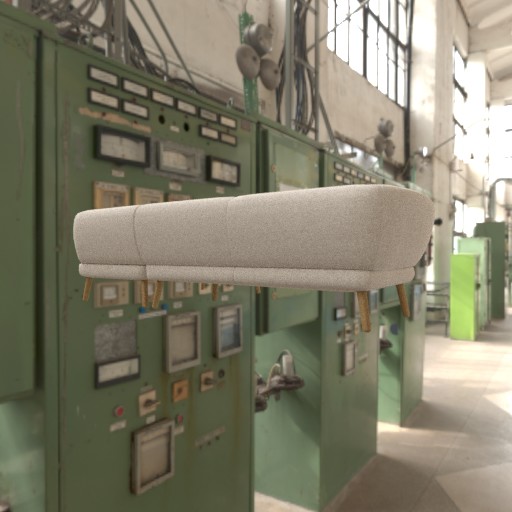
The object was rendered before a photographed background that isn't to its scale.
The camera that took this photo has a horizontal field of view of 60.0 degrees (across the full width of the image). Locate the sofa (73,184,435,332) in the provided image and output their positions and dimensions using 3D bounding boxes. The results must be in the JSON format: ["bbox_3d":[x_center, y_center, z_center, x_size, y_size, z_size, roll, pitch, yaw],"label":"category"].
[{"bbox_3d":[0.000,0.000,3.397,2.660,0.730,1.610,0,0,36],"label":"sofa"}]
